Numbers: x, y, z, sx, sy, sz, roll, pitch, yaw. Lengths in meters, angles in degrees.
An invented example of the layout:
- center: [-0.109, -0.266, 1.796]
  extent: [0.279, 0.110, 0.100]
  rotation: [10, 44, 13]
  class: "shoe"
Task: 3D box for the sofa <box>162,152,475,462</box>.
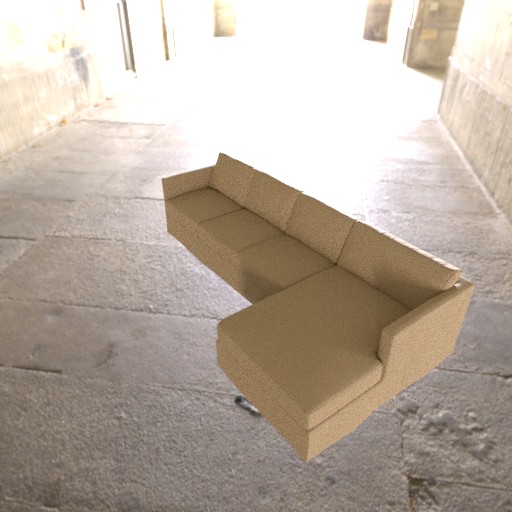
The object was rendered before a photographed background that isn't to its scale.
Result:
- center: [0.000, 0.000, 3.984]
  extent: [1.622, 0.871, 3.206]
  rotation: [-22, 38, -30]
  class: "sofa"
